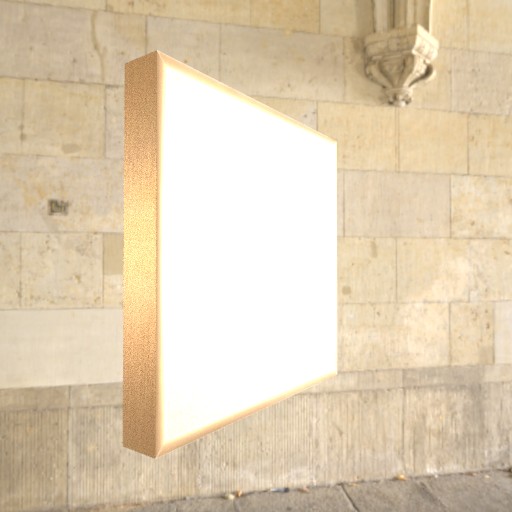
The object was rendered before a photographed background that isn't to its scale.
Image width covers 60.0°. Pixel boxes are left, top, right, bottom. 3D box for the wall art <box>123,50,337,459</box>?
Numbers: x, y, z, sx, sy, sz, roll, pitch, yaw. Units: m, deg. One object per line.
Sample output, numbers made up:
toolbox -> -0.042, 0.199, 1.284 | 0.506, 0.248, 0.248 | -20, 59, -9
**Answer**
wall art -> 0.000, 0.000, 0.463 | 0.038, 0.303, 0.305 | -1, -1, 36
